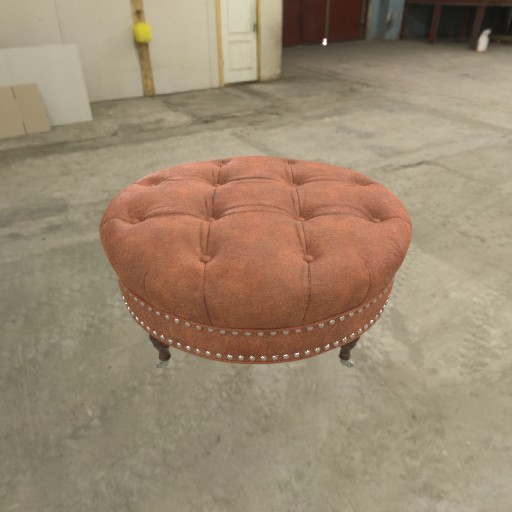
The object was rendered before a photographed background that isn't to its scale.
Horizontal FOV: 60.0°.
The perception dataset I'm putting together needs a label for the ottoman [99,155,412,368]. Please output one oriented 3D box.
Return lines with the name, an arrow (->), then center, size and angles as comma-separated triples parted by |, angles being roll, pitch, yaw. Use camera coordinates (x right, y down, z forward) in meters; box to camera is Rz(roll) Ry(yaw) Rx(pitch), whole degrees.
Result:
ottoman -> 0.000, 0.000, 1.409 | 0.901, 0.444, 0.901 | 0, 32, 0
